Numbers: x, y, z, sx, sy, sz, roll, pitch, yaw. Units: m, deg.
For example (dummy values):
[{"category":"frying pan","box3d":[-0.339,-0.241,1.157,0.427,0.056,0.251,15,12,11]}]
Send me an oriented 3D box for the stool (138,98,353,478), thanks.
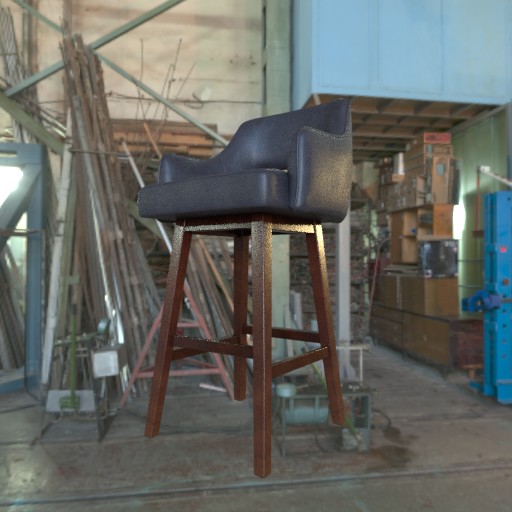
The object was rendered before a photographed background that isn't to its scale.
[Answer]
[{"category":"stool","box3d":[0.000,0.000,1.360,0.550,1.041,0.560,0,-1,36]}]
